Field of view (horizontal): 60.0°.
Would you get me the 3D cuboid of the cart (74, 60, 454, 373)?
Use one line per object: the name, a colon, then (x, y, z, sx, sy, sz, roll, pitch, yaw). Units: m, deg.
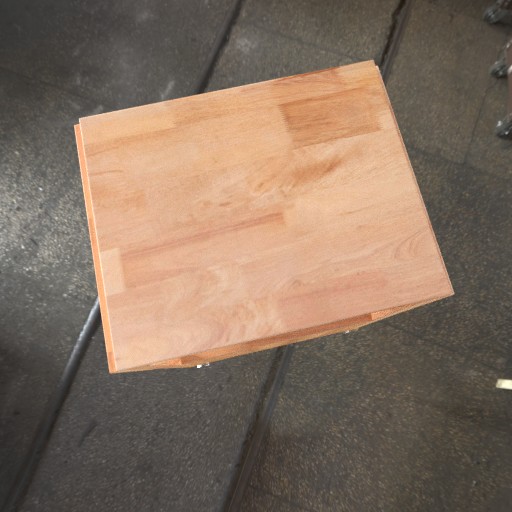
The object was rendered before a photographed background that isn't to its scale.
cart: (0.000, 0.000, 1.242, 0.640, 0.838, 0.508, -12, 77, -3)
